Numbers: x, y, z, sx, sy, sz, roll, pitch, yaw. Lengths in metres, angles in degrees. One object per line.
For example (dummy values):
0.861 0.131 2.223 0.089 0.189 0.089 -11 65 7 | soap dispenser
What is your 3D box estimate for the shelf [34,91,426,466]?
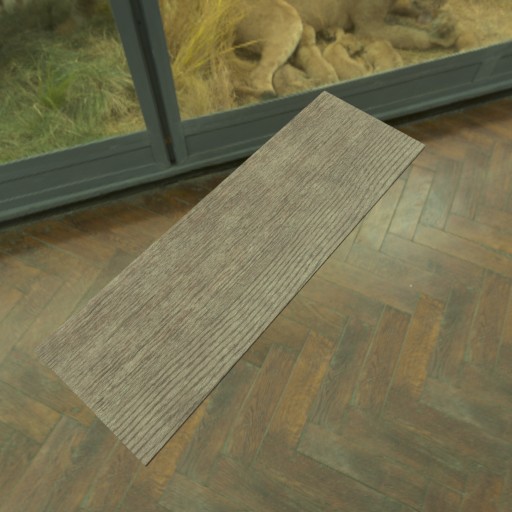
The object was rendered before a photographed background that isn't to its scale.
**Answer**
0.000 0.000 0.681 0.200 0.125 0.610 36 66 19 | shelf
